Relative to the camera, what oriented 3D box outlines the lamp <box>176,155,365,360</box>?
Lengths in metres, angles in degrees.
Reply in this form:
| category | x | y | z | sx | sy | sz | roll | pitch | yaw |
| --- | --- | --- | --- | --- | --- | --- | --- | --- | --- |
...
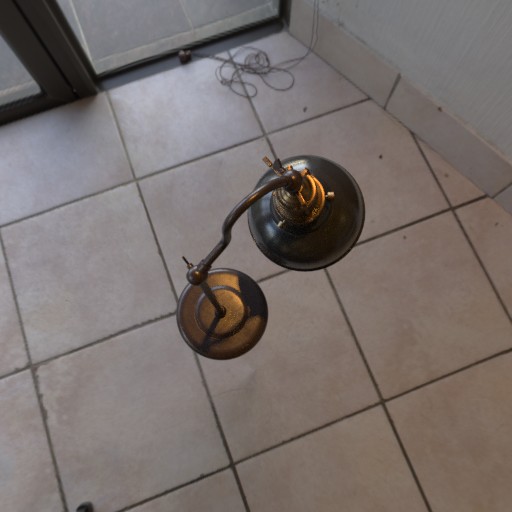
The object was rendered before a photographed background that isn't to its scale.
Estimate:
| category | x | y | z | sx | sy | sz | roll | pitch | yaw |
| --- | --- | --- | --- | --- | --- | --- | --- | --- | --- |
| lamp | 0.000 | 0.000 | 0.694 | 0.374 | 0.508 | 0.192 | -39 | 79 | -9 |
